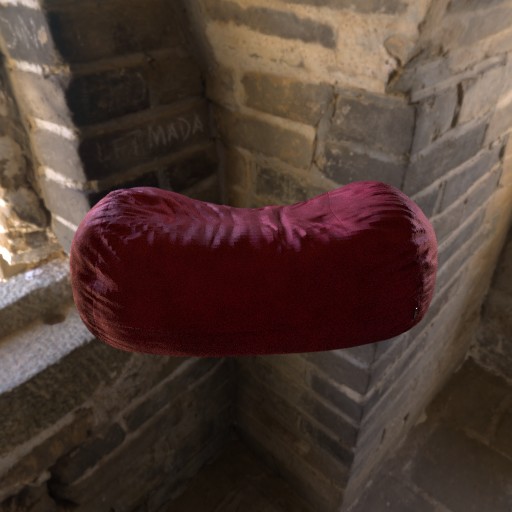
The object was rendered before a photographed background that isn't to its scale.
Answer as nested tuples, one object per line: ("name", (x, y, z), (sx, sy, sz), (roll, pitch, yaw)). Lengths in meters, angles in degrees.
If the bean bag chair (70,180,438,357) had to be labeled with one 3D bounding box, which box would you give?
("bean bag chair", (0.000, 0.000, 2.847), (2.293, 0.867, 1.216), (-2, 31, -3))
